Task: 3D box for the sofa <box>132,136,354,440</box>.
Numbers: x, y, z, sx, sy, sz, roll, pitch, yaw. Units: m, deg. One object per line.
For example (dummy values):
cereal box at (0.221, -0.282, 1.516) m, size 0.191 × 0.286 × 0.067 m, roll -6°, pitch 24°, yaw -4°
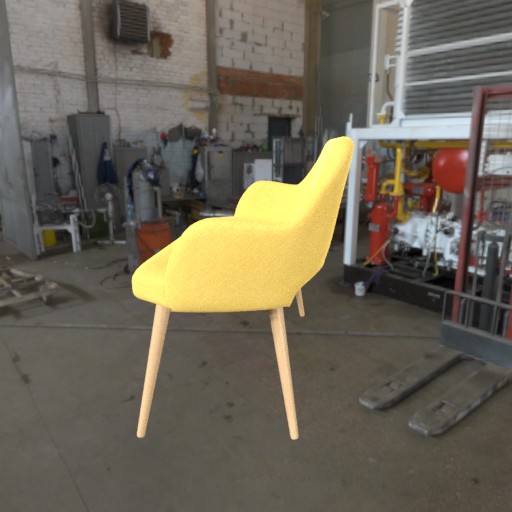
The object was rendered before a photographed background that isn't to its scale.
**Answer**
sofa at (0.000, 0.000, 1.634) m, size 0.610 × 0.840 × 1.150 m, roll 2°, pitch 14°, yaw 7°
